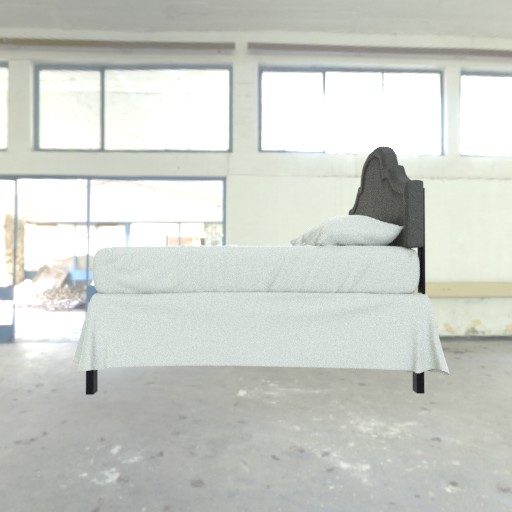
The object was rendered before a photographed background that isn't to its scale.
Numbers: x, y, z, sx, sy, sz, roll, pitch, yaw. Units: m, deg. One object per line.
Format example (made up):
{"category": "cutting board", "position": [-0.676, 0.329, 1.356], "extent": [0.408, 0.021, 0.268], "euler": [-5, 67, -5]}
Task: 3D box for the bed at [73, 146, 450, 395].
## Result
{"category": "bed", "position": [0.000, 0.000, 3.365], "extent": [2.222, 1.634, 1.780], "euler": [0, -1, -1]}
